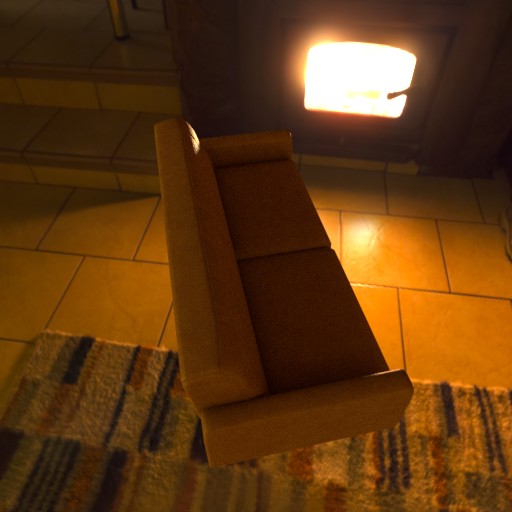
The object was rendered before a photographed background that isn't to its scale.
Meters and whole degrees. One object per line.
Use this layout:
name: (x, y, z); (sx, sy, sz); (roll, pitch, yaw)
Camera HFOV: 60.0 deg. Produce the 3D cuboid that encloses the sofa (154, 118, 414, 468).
sofa: (0.000, 0.000, 2.653); (0.980, 0.892, 2.137); (-9, 48, -8)
